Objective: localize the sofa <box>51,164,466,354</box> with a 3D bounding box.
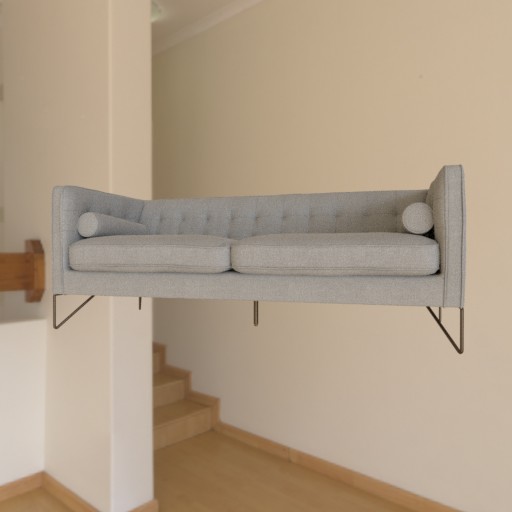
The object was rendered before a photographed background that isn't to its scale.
[{"bbox_3d":[0.000,0.000,2.527,2.079,0.798,0.912,0,0,17],"label":"sofa"}]
